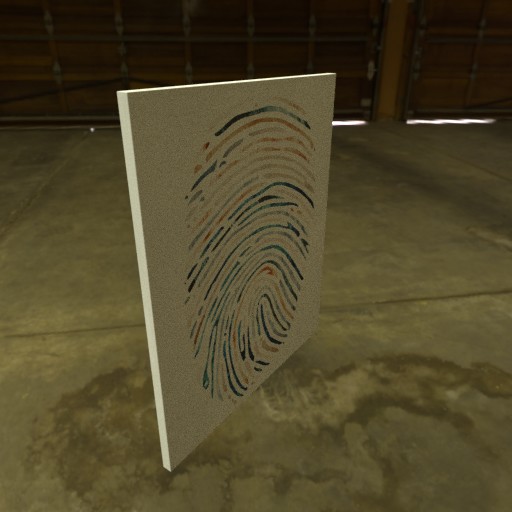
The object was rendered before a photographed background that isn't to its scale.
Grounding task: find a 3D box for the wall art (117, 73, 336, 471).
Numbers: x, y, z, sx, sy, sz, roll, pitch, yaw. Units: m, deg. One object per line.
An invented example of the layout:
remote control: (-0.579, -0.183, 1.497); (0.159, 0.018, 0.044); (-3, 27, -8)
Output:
wall art: (0.000, 0.000, 0.960); (0.021, 0.710, 0.609); (17, 30, 32)
